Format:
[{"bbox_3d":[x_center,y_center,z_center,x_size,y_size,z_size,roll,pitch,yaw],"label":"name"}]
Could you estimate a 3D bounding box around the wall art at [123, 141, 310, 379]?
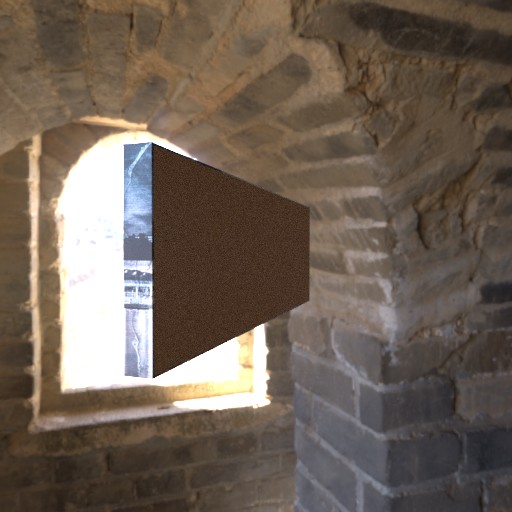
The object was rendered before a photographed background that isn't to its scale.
[{"bbox_3d":[0.000,0.000,0.830,0.037,0.251,0.759,0,1,19],"label":"wall art"}]
